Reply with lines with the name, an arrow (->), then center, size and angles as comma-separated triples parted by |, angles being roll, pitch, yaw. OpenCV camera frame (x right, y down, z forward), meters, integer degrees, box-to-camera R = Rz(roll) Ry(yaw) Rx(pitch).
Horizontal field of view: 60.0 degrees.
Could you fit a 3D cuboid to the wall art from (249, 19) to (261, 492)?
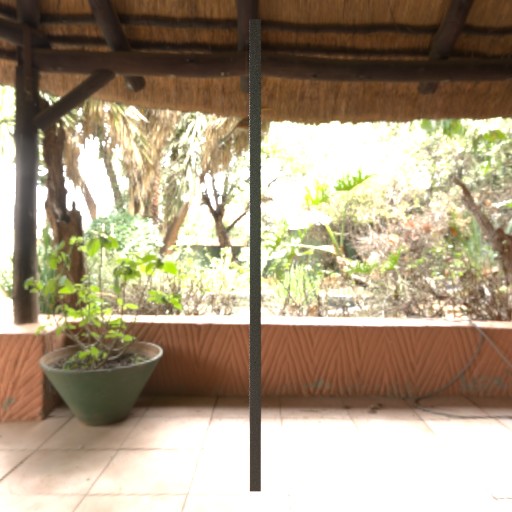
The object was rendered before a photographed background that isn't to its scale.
wall art -> 0.000, 0.000, 0.683 | 0.013, 0.529, 0.376 | 0, -1, 0
